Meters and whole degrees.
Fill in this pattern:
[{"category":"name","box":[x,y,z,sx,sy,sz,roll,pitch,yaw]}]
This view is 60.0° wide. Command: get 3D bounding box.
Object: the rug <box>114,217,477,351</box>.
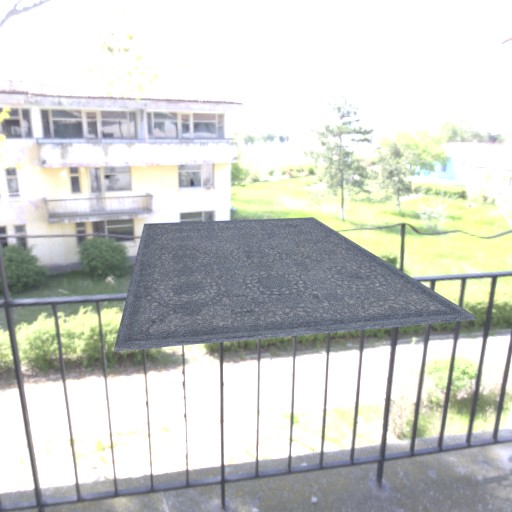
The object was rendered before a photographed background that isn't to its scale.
[{"category":"rug","box":[0.000,0.000,2.284,1.208,0.012,1.819,-3,16,-10]}]
